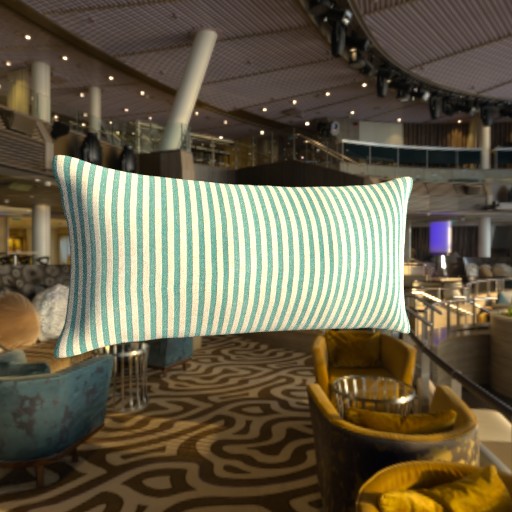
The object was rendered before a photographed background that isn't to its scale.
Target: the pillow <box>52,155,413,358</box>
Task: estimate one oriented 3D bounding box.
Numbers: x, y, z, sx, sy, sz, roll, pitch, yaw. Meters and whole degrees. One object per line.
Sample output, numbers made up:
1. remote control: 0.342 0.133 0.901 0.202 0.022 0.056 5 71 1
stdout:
1. pillow: 0.000 0.000 0.734 0.617 0.295 0.151 0 0 -18
